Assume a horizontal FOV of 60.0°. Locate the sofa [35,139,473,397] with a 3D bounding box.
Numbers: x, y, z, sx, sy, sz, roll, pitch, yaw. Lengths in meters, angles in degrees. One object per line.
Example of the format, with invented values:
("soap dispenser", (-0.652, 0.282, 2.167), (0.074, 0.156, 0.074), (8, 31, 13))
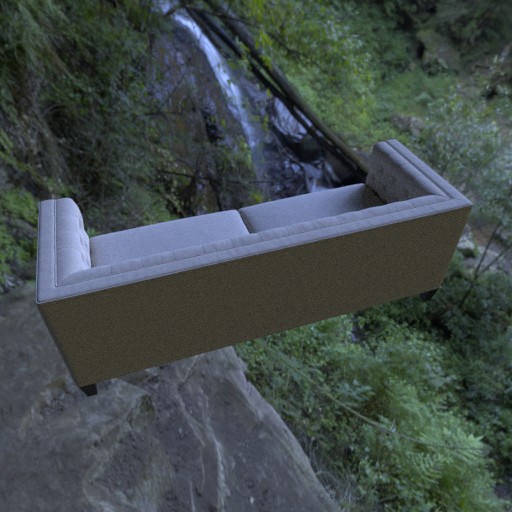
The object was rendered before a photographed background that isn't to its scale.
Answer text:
("sofa", (0.000, 0.000, 2.575), (2.159, 0.762, 0.775), (-13, 44, -14))
